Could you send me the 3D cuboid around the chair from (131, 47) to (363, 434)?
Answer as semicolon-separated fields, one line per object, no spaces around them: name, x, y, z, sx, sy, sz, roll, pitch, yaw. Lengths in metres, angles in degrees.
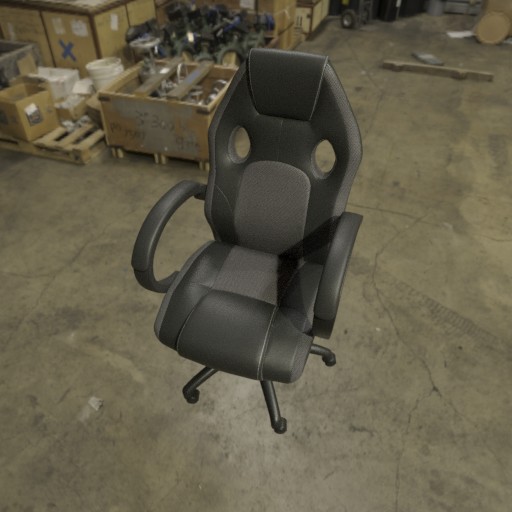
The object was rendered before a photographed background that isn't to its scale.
chair;0.000;0.000;1.552;0.673;1.187;0.724;13;42;15
